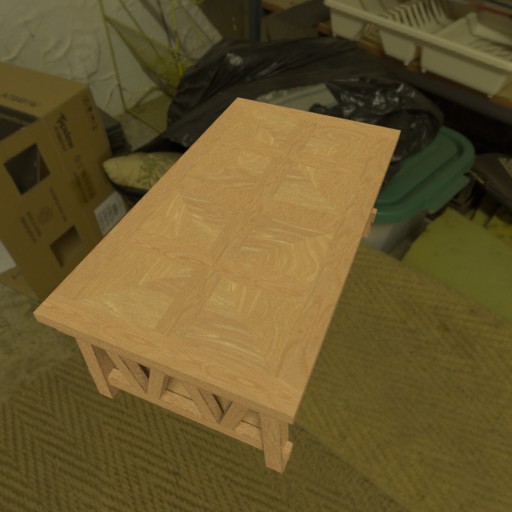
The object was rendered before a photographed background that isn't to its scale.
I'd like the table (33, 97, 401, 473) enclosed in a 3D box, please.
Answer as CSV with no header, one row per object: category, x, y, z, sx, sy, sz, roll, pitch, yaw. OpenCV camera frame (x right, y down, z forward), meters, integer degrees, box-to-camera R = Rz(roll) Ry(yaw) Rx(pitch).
table,0.000,0.000,1.632,0.711,0.507,1.270,17,49,16
